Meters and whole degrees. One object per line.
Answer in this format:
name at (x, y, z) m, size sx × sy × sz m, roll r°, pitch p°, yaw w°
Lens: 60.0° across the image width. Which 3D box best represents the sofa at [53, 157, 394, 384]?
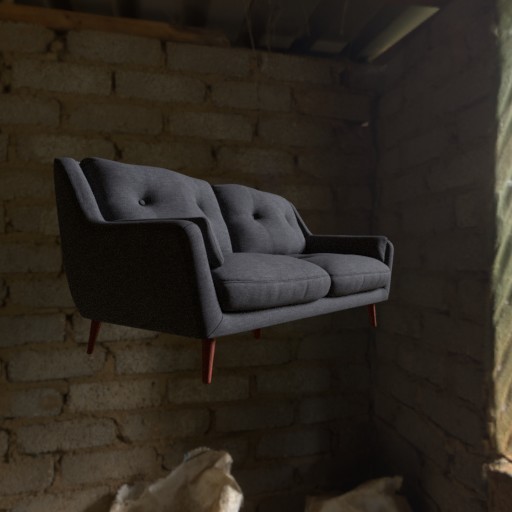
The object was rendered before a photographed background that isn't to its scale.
sofa at (0.000, 0.000, 2.398) m, size 0.975 × 0.896 × 1.929 m, roll 0°, pitch 0°, yaw 36°
